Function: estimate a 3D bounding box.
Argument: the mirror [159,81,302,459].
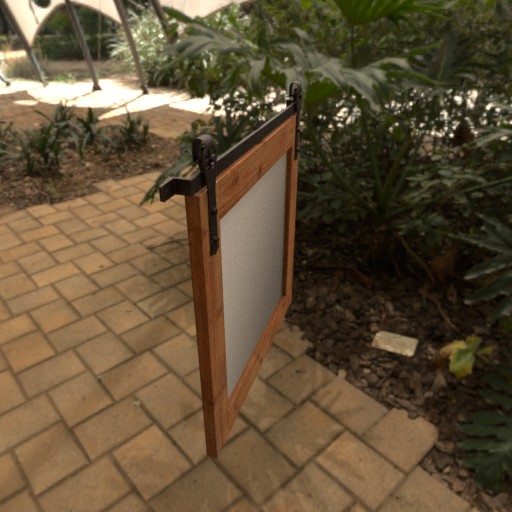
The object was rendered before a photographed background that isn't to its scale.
[{"bbox_3d":[0.000,0.000,1.204,0.054,0.800,0.805,10,31,16],"label":"mirror"}]
